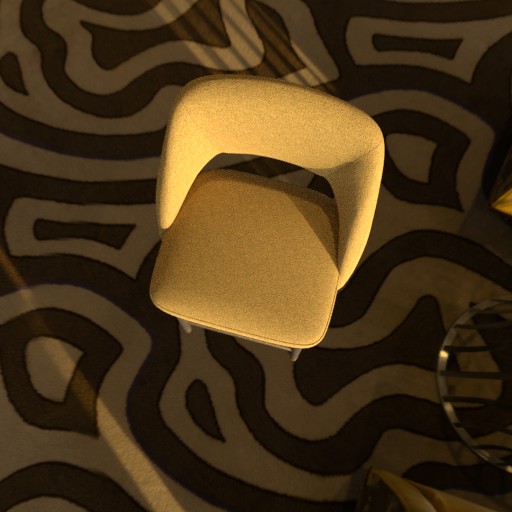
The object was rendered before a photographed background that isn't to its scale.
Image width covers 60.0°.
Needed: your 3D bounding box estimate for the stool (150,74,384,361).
[{"bbox_3d":[0.000,0.000,1.342,0.536,1.032,0.522,14,77,3],"label":"stool"}]
